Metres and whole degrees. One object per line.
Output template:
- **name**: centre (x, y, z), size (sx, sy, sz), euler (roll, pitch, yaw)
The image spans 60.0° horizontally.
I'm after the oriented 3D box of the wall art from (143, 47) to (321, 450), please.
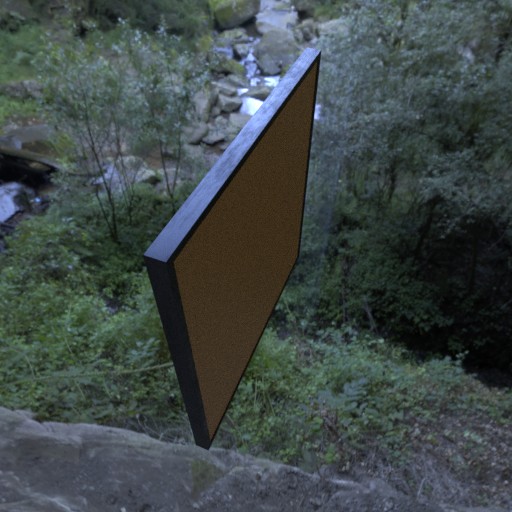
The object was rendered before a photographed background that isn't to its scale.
- **wall art**: centre (0.000, 0.000, 1.150), size (0.039, 0.763, 0.763), euler (17, 50, 15)
